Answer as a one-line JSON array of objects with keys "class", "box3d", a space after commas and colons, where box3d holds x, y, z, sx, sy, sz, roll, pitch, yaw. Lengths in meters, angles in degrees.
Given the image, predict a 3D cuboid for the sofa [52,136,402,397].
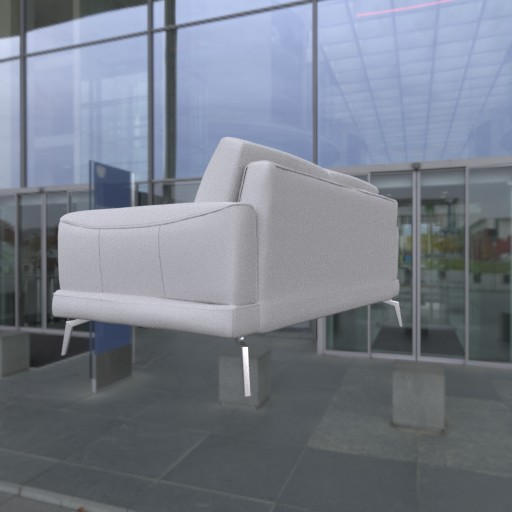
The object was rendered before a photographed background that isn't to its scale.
[{"class": "sofa", "box3d": [0.000, 0.000, 2.459, 1.121, 0.930, 1.819, 0, 0, 35]}]
